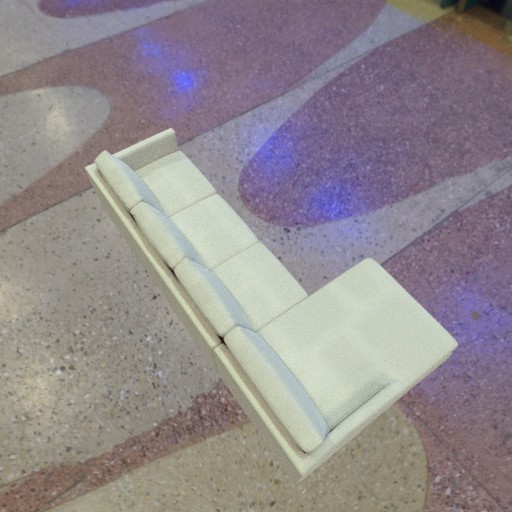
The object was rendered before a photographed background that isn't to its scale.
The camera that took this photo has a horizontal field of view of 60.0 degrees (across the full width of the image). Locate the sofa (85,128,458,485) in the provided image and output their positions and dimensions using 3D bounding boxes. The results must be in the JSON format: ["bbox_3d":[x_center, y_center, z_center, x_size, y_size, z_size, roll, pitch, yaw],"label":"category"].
[{"bbox_3d":[0.000,0.000,3.853,1.625,0.861,3.186,-31,63,-18],"label":"sofa"}]
